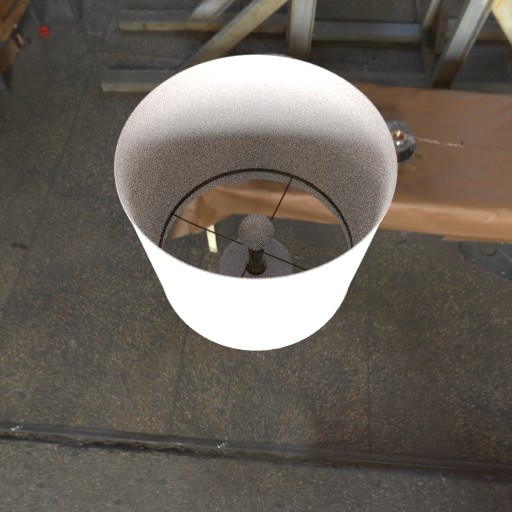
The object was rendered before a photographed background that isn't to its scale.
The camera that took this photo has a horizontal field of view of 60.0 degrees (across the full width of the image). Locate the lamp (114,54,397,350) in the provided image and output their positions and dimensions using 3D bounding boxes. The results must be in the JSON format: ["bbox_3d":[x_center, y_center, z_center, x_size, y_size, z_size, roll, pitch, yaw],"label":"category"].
[{"bbox_3d":[0.000,0.000,0.530,0.229,0.380,0.229,0,63,0],"label":"lamp"}]
